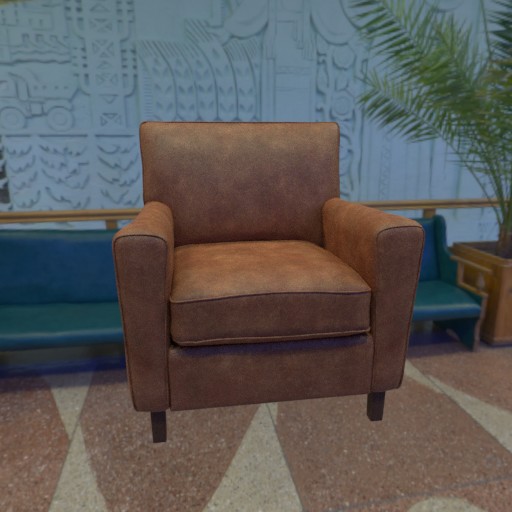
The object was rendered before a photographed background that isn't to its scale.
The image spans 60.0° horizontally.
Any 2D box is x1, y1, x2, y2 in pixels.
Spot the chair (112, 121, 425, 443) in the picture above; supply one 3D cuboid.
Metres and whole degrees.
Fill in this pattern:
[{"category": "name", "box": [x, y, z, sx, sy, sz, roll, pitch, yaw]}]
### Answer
[{"category": "chair", "box": [0.000, 0.000, 1.594, 0.870, 0.943, 0.823, -2, 16, -8]}]
